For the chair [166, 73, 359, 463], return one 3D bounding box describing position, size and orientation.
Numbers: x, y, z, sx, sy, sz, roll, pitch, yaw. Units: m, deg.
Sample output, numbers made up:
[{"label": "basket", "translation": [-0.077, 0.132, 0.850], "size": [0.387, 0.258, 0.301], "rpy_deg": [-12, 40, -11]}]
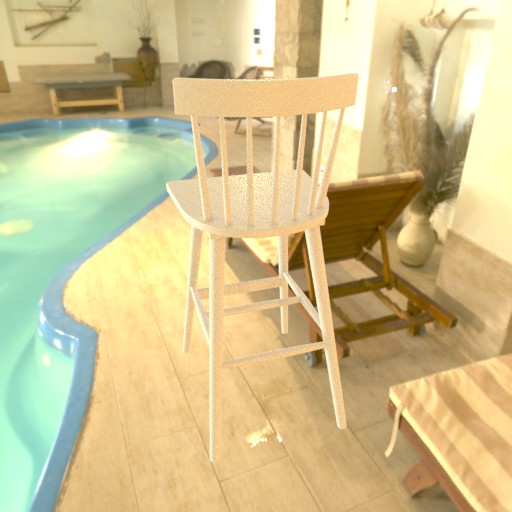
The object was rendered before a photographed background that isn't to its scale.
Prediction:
[{"label": "chair", "translation": [0.000, 0.000, 1.417], "size": [0.483, 1.092, 0.572], "rpy_deg": [-8, 28, -15]}]
